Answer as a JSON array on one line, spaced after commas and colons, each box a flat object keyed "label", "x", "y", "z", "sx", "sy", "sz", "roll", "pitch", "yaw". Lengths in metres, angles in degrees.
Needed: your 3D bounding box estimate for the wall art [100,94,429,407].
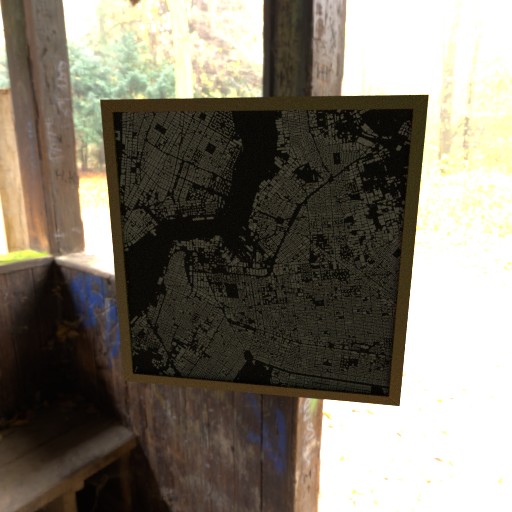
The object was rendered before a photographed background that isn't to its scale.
[{"label": "wall art", "x": 0.000, "y": 0.000, "z": 2.856, "sx": 1.926, "sy": 1.926, "sz": 0.099, "roll": 2, "pitch": 15, "yaw": 9}]
